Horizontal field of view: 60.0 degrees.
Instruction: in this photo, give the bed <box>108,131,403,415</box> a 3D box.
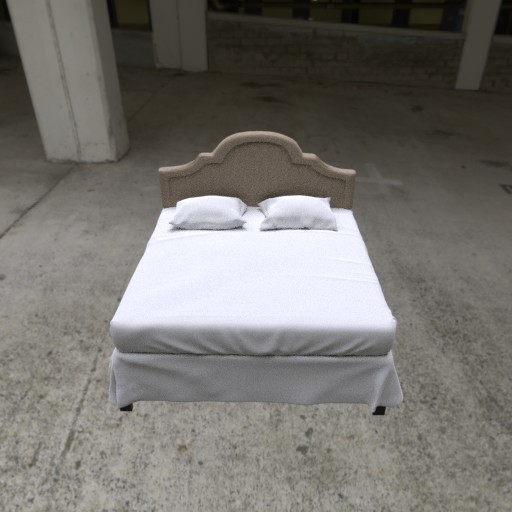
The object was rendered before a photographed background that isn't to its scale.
[{"bbox_3d":[0.000,0.000,3.842,2.303,1.631,2.222,1,31,1],"label":"bed"}]
